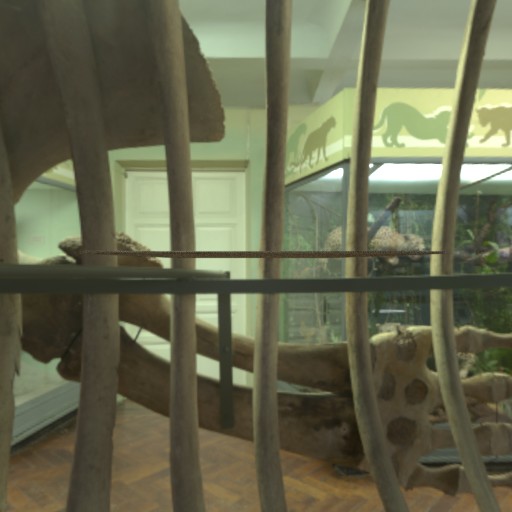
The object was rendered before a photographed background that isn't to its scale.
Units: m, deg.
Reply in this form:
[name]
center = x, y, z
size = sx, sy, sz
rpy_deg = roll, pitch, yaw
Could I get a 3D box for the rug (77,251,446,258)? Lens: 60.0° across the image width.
[rug]
center = 0.000, 0.000, 3.043
size = 1.533, 0.011, 2.439
rpy_deg = 0, -1, -1
